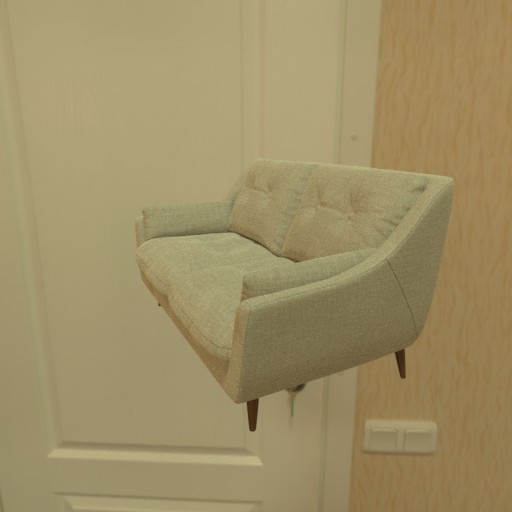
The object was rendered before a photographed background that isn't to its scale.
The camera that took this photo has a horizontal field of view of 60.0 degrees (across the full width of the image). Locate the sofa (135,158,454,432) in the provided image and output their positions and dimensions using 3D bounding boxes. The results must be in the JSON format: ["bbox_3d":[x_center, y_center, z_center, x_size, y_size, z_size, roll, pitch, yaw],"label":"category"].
[{"bbox_3d":[0.000,0.000,2.202,0.965,0.888,1.652,-7,17,-25],"label":"sofa"}]
